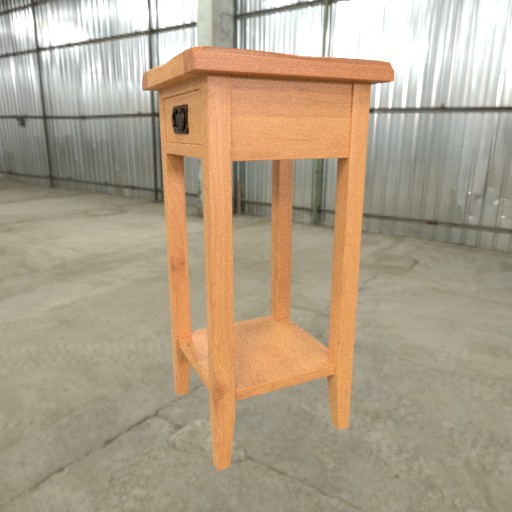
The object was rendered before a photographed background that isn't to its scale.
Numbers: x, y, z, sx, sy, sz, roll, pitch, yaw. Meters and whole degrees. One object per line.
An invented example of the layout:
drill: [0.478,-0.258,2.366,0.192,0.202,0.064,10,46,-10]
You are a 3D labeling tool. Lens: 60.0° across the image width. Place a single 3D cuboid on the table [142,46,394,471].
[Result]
table: [0.000,0.000,0.943,0.360,0.740,0.360,-7,17,-24]
